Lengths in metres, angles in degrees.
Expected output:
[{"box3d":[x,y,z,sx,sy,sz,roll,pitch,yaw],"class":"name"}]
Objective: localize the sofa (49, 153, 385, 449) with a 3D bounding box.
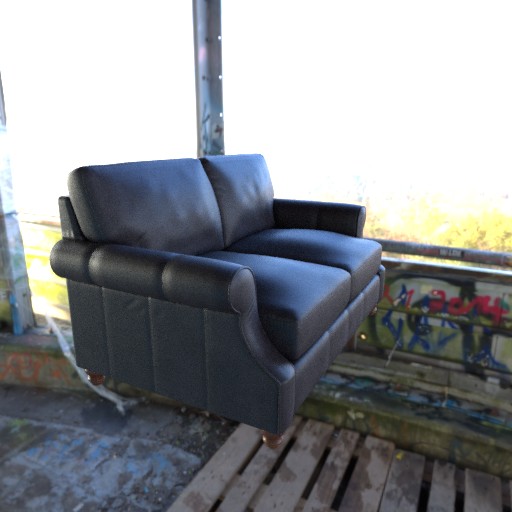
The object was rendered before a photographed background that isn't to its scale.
[{"box3d":[0.000,0.000,2.282,1.030,0.979,1.663,8,17,27],"class":"sofa"}]
